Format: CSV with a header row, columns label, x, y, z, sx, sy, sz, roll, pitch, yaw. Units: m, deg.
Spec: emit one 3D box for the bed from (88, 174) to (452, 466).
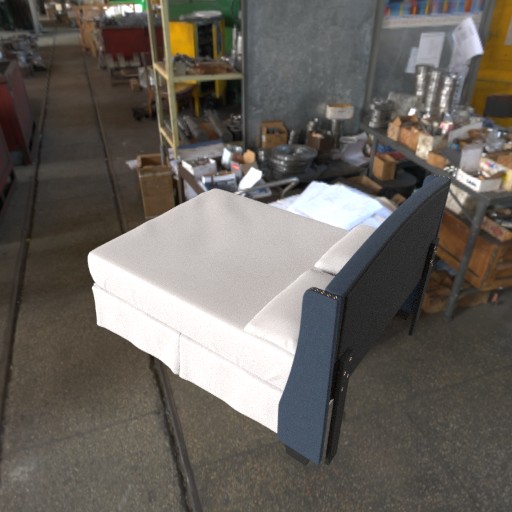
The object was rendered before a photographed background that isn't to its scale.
label,x,y,z,sx,sy,sz,roll,pitch,yaw
bed,0.000,0.000,3.409,2.237,1.407,1.710,22,39,30
